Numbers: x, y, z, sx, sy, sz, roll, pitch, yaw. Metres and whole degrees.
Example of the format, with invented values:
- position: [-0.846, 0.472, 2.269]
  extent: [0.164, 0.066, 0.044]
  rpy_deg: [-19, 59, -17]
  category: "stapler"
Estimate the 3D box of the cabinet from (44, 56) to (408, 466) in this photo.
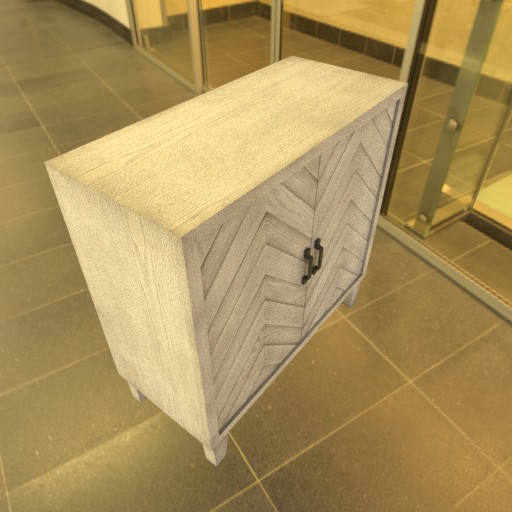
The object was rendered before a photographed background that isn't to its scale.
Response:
- position: [0.000, 0.000, 1.205]
  extent: [0.370, 0.787, 0.781]
  rpy_deg: [27, 48, 28]
  category: "cabinet"
